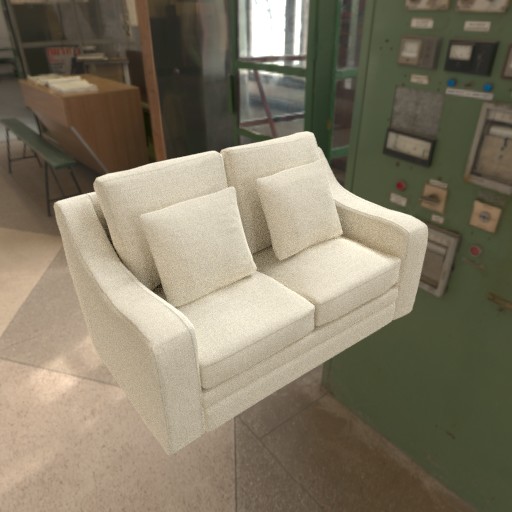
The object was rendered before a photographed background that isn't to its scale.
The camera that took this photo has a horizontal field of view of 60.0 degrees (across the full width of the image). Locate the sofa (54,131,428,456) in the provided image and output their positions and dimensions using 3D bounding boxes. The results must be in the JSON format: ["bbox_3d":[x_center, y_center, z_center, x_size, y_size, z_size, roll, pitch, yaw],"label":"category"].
[{"bbox_3d":[0.000,0.000,2.397,1.744,1.047,1.040,-21,35,-32],"label":"sofa"}]
